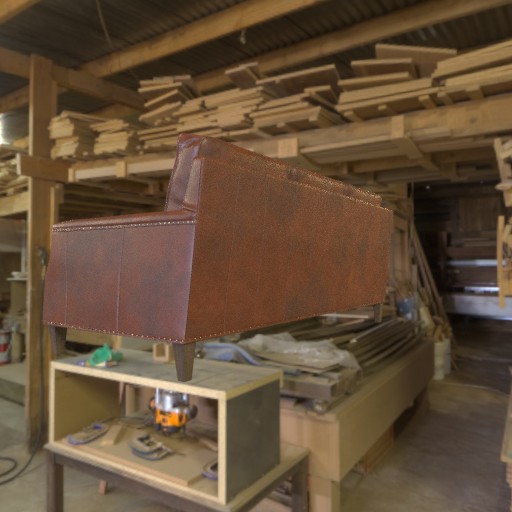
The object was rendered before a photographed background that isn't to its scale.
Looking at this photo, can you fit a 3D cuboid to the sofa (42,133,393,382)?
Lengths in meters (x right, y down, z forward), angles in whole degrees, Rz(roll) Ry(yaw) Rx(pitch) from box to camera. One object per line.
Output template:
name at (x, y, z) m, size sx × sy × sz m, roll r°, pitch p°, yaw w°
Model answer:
sofa at (0.000, 0.000, 2.824) m, size 1.084 × 1.003 × 2.240 m, roll -1°, pitch -1°, yaw 36°
